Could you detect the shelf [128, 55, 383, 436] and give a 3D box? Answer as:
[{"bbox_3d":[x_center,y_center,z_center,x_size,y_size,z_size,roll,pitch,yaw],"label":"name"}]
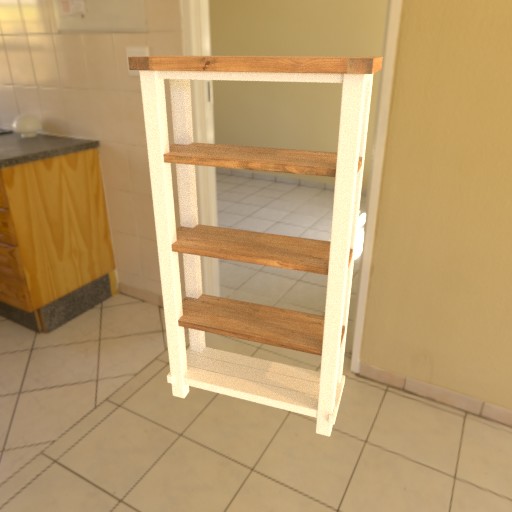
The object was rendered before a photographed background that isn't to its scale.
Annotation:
[{"bbox_3d":[0.000,0.000,2.290,1.022,1.878,0.381,8,26,17],"label":"shelf"}]
